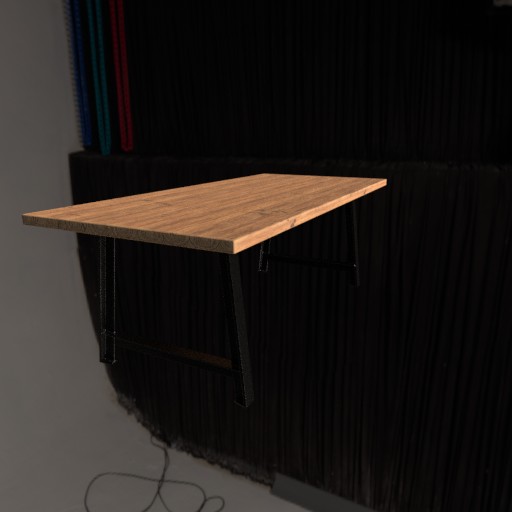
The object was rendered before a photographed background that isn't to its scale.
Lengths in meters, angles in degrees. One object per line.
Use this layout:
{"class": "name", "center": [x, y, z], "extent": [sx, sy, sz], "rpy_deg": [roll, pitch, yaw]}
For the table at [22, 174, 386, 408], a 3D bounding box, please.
{"class": "table", "center": [0.000, 0.000, 2.614], "extent": [1.000, 0.757, 2.200], "rpy_deg": [8, 17, 27]}
